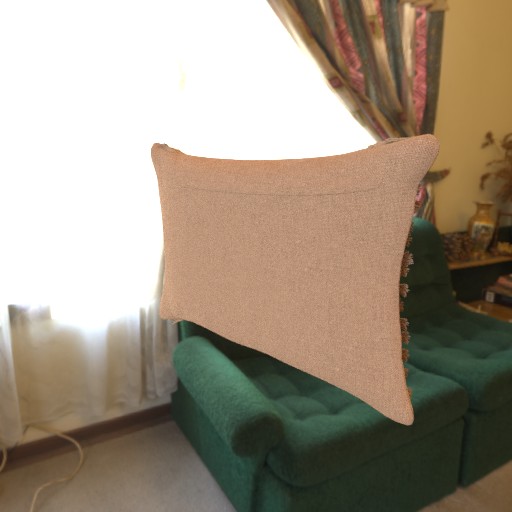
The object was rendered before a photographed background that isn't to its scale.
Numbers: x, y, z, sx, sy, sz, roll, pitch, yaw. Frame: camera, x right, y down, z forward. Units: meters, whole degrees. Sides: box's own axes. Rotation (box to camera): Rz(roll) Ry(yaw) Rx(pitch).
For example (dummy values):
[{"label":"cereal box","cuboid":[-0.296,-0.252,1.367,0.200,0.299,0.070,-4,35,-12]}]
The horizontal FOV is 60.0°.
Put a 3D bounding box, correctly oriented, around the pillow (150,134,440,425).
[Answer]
[{"label":"pillow","cuboid":[0.000,0.000,0.593,0.466,0.305,0.084,12,17,42]}]
